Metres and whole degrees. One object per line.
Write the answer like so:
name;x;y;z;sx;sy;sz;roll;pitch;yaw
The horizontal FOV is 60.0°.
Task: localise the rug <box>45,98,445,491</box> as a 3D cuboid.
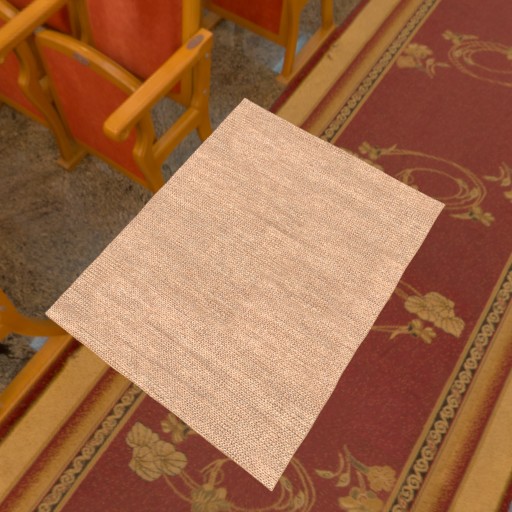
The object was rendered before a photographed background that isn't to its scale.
rug;0.000;0.000;4.125;2.429;0.030;3.052;32;69;14
